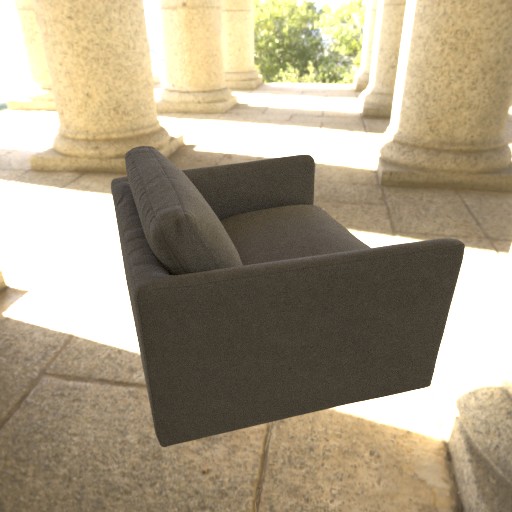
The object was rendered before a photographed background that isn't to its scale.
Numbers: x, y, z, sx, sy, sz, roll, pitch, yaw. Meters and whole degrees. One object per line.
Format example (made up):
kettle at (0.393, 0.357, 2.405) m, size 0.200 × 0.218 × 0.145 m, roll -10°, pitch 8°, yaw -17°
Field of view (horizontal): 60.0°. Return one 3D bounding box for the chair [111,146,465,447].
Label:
chair at (0.000, 0.000, 1.892) m, size 1.091 × 0.845 × 1.190 m, roll -10°, pitch 29°, yaw -17°
